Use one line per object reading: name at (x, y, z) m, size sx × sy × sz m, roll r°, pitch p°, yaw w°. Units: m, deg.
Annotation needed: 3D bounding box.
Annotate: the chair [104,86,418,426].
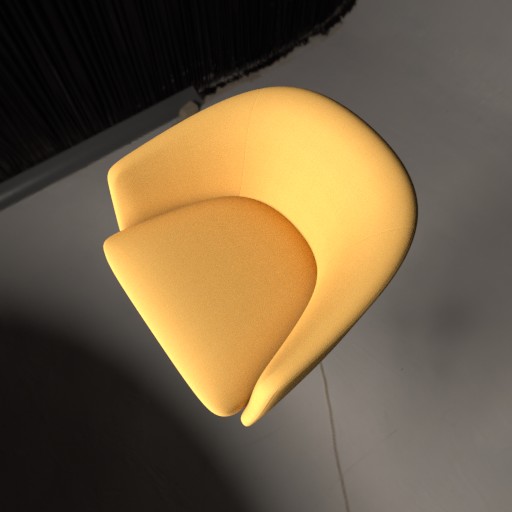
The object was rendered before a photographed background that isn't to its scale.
chair at (0.000, 0.000, 1.375) m, size 0.767 × 0.698 × 0.773 m, roll -34°, pitch 68°, yaw -16°
